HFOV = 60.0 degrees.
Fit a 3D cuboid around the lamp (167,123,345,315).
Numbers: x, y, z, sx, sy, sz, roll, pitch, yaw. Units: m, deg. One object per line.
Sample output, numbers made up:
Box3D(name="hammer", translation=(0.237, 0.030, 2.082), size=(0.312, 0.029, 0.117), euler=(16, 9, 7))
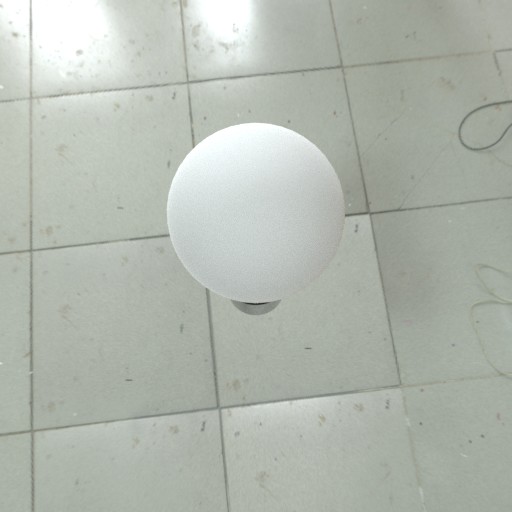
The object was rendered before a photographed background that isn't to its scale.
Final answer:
Box3D(name="lamp", translation=(0.000, 0.000, 0.547), size=(0.153, 0.480, 0.153), euler=(0, 77, 0))
